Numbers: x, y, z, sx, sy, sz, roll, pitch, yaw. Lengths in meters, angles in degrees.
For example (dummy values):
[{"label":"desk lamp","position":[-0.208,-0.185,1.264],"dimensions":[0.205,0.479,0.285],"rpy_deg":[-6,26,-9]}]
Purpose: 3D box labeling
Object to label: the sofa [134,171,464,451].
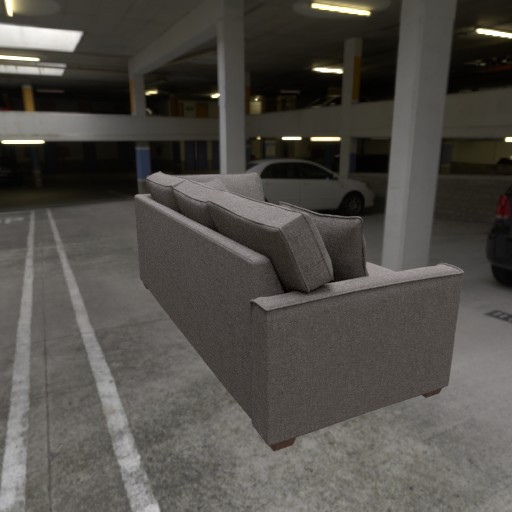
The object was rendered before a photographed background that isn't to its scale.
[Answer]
[{"label":"sofa","position":[0.000,0.000,2.817],"dimensions":[1.061,0.962,2.317],"rpy_deg":[-7,17,-25]}]
